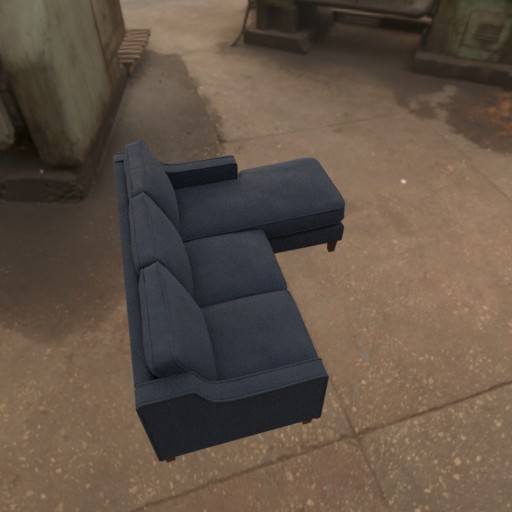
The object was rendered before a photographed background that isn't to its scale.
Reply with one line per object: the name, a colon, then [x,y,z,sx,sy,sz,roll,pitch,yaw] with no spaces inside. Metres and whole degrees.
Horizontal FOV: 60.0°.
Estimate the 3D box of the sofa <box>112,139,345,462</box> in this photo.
sofa: [0.000,0.000,3.338,1.858,1.066,2.317,-11,47,-11]
